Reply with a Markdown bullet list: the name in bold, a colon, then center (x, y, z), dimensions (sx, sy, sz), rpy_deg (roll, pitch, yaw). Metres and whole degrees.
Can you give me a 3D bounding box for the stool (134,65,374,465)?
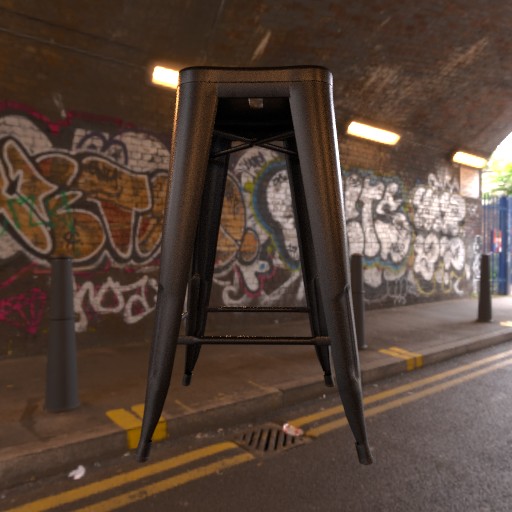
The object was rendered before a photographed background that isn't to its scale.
- **stool**: center (0.000, 0.000, 0.844), dimensions (0.359, 0.609, 0.399), rpy_deg (0, 1, 1)
